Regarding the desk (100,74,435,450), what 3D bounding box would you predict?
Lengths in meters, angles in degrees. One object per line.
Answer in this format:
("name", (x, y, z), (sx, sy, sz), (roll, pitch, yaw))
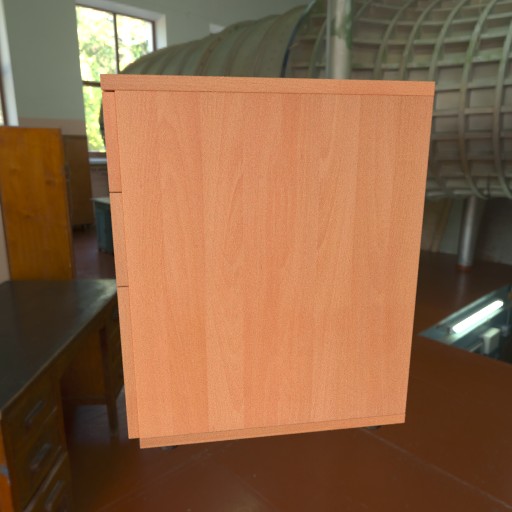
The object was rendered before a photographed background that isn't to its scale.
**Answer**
("desk", (0.000, 0.000, 1.044), (0.600, 0.730, 0.404), (-2, 14, -9))
